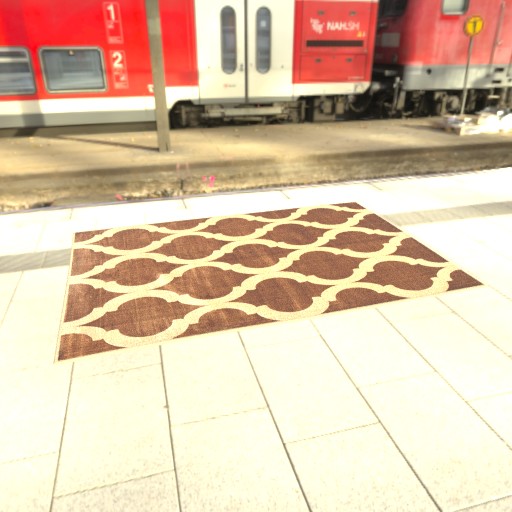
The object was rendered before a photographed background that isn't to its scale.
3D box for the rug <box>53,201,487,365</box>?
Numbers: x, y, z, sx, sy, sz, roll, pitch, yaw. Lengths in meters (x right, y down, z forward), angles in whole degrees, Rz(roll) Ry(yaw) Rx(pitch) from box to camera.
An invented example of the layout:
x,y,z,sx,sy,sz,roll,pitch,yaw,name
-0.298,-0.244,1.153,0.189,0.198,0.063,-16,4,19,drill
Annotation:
x,y,z,sx,sy,sz,roll,pitch,yaw,name
0.000,0.000,2.853,2.290,0.014,1.526,-8,27,-16,rug
